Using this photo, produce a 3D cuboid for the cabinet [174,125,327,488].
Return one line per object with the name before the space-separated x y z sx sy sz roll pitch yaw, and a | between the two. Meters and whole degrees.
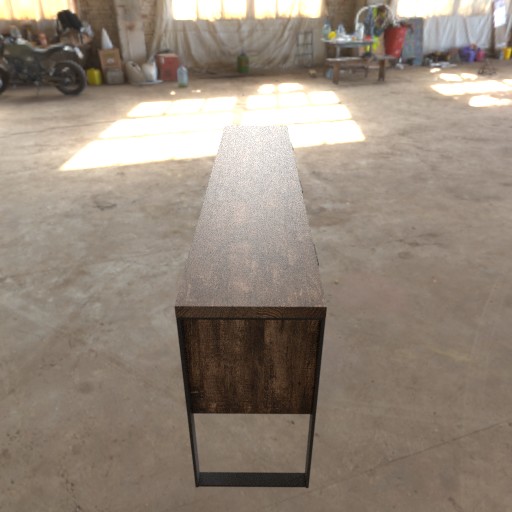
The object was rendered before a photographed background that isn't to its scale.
cabinet | 0.000 0.000 2.076 0.395 0.762 1.800 0 30 0
